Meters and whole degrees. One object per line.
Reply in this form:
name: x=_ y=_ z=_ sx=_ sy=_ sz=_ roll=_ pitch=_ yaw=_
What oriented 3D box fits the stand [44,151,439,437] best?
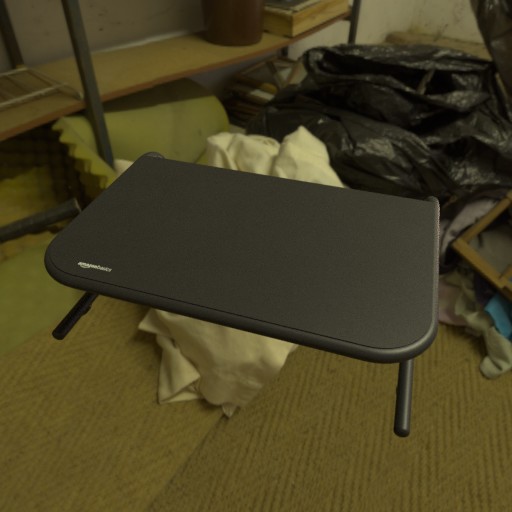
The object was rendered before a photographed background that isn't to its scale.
stand: x=0.000 y=0.000 z=0.499 sx=0.370 sy=0.108 sz=0.280 roll=12 pitch=42 yaw=13
